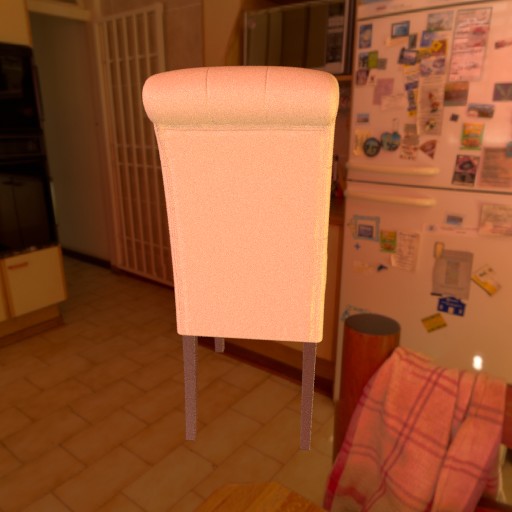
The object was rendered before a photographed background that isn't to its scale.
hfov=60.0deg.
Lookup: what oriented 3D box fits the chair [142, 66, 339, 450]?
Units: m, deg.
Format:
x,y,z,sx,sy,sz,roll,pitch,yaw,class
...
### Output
x,y,z,sx,sy,sz,roll,pitch,yaw,class
0.000,0.000,1.343,0.456,1.006,0.671,2,17,7,chair
